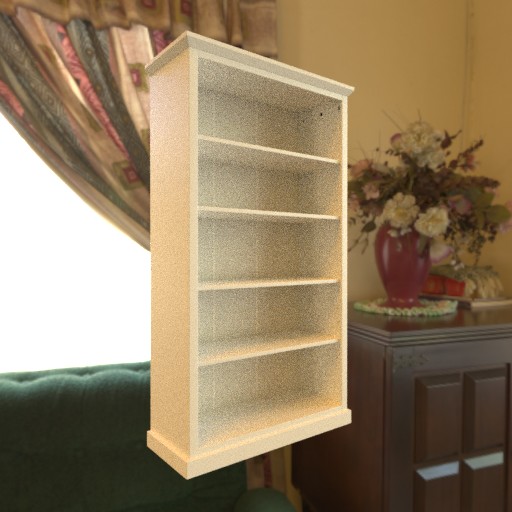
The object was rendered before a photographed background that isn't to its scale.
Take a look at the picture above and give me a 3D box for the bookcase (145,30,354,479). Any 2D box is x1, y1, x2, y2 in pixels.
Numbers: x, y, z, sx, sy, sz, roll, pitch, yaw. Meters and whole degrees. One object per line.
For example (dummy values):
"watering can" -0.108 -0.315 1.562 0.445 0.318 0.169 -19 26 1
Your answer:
"bookcase" 0.000 0.000 2.334 1.050 1.880 0.432 0 0 -37
